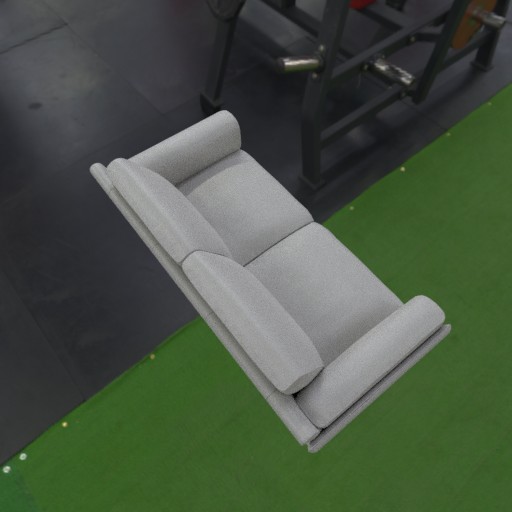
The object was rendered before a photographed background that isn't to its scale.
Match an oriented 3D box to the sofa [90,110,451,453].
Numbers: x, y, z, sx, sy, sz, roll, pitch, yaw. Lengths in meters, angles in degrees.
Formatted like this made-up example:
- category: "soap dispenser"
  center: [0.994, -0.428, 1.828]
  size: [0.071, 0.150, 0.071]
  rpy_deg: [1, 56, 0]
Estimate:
- category: "sofa"
  center: [0.000, 0.000, 2.704]
  size: [1.049, 0.930, 2.101]
  rpy_deg: [-34, 65, -18]
